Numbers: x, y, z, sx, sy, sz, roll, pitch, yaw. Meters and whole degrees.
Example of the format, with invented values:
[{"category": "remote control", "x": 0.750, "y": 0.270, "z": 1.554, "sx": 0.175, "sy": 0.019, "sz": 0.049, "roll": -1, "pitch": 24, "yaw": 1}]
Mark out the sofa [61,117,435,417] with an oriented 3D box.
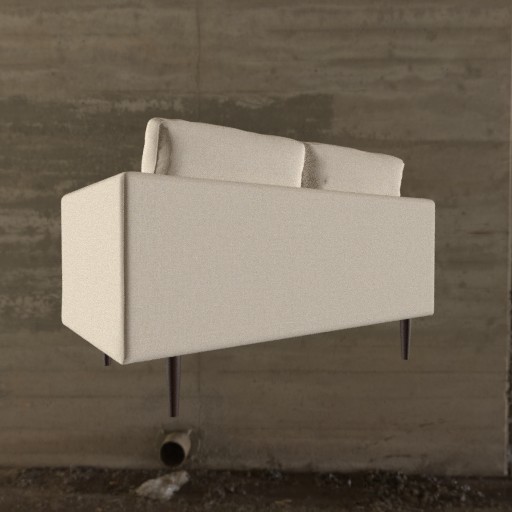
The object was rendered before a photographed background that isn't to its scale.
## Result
[{"category": "sofa", "x": 0.000, "y": 0.000, "z": 1.906, "sx": 1.430, "sy": 0.908, "sz": 0.796, "roll": -1, "pitch": 2, "yaw": -35}]
